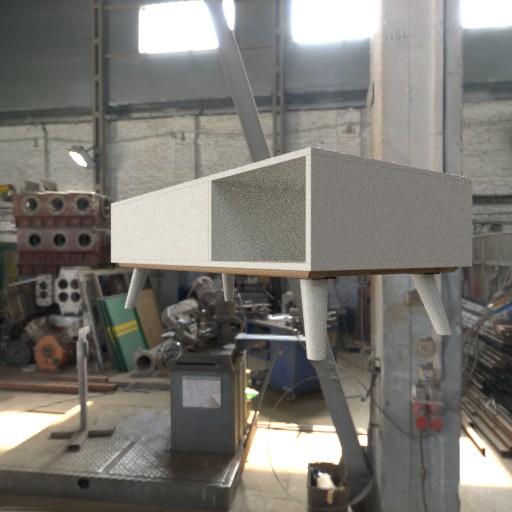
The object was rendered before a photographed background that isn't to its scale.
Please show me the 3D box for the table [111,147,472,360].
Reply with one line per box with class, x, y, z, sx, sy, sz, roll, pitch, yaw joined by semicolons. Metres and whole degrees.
table;0.000;0.000;1.528;0.609;0.432;1.194;0;0;-36
